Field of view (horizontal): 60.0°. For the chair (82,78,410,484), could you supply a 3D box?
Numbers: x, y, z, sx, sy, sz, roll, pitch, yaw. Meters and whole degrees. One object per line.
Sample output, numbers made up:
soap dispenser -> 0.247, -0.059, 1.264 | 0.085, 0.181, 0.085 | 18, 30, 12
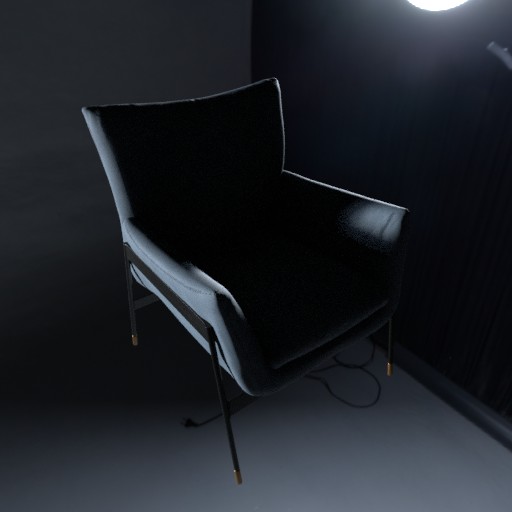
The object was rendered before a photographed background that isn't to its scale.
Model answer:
chair -> 0.000, 0.000, 1.352 | 0.678, 0.858, 0.709 | -22, 39, -31
